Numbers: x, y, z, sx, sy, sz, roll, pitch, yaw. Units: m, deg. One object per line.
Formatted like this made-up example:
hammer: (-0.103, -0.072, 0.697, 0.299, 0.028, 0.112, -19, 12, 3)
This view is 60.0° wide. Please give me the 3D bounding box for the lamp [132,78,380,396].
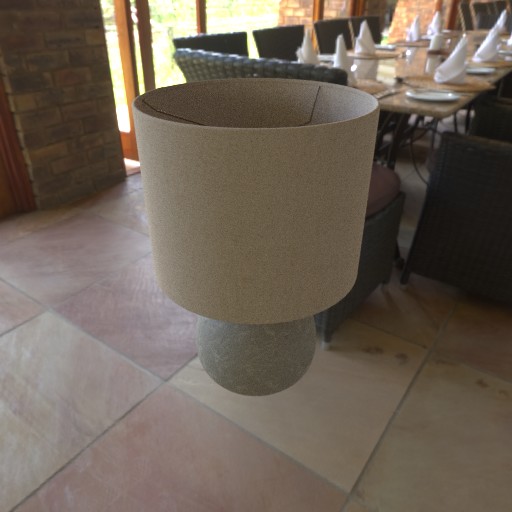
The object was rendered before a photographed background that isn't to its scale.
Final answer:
lamp: (0.000, 0.000, 0.596, 0.269, 0.409, 0.269, 22, 37, 33)
